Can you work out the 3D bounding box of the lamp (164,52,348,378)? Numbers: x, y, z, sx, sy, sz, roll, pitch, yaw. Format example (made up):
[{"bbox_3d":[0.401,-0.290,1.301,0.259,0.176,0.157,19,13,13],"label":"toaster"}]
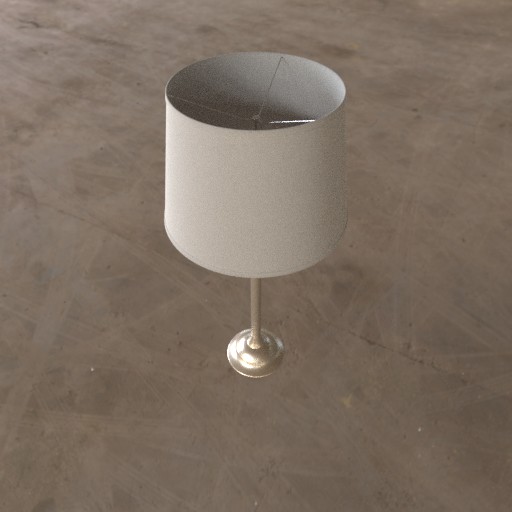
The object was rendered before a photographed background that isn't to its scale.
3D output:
[{"bbox_3d":[0.000,0.000,0.890,0.331,0.698,0.331,0,45,0],"label":"lamp"}]
